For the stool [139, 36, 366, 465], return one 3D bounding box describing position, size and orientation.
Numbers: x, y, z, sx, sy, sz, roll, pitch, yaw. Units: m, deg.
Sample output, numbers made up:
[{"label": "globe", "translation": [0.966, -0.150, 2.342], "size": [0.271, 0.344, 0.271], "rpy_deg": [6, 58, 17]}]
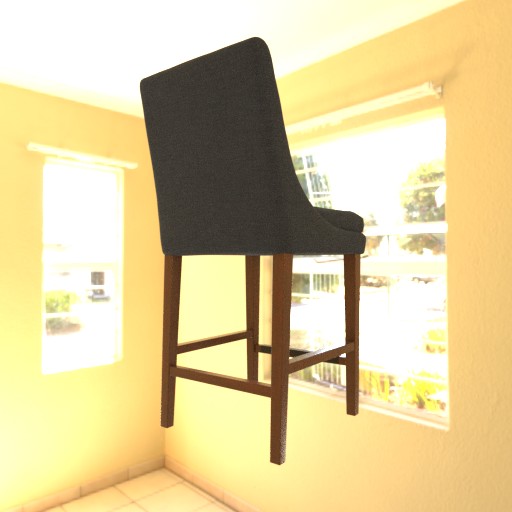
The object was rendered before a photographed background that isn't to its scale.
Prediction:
[{"label": "stool", "translation": [0.000, 0.000, 1.306], "size": [0.470, 0.981, 0.577], "rpy_deg": [-1, -1, 37]}]
